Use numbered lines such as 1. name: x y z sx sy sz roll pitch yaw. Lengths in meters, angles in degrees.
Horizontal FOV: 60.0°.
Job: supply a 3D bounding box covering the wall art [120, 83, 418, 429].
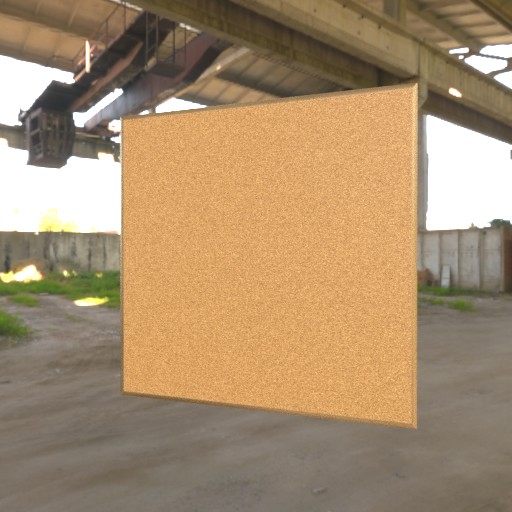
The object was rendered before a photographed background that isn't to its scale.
1. wall art: 0.000 0.000 0.751 0.513 0.511 0.038 0 0 18
